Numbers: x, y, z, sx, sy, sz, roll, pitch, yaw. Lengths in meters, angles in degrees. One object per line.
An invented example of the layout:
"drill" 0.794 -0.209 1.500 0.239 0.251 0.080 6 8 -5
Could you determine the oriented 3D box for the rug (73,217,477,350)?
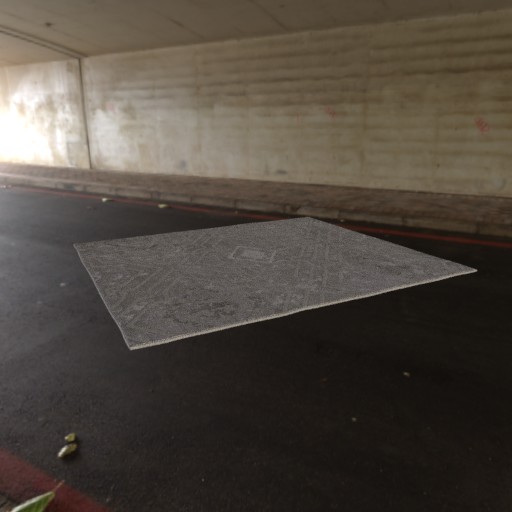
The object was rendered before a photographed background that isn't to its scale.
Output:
"rug" 0.000 0.000 0.907 0.639 0.006 0.548 -9 19 -27
